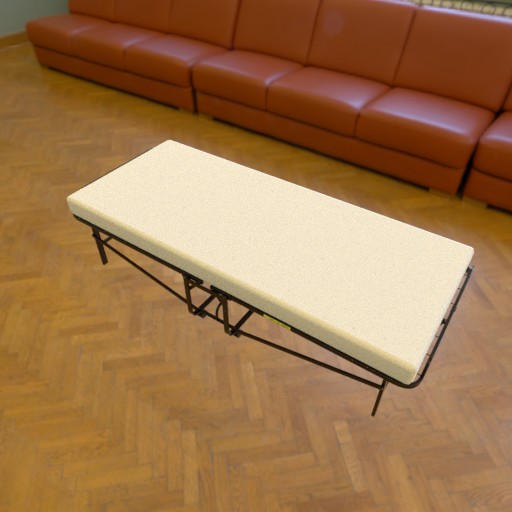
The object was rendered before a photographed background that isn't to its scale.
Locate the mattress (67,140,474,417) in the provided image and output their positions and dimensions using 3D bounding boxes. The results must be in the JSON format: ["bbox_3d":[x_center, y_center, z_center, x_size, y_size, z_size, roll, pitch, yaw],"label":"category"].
[{"bbox_3d":[0.000,0.000,2.572,2.153,0.519,0.922,24,47,25],"label":"mattress"}]
